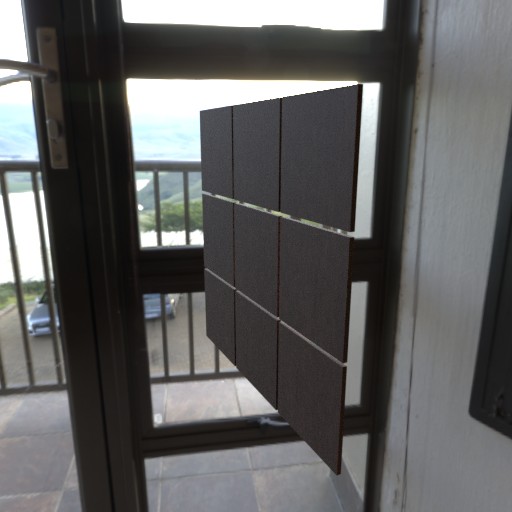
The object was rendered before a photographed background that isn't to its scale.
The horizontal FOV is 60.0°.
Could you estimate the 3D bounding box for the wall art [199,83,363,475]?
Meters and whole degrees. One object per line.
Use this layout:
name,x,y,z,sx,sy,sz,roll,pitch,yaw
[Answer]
wall art,0.000,0.000,1.384,0.013,0.914,0.915,-7,16,-26
